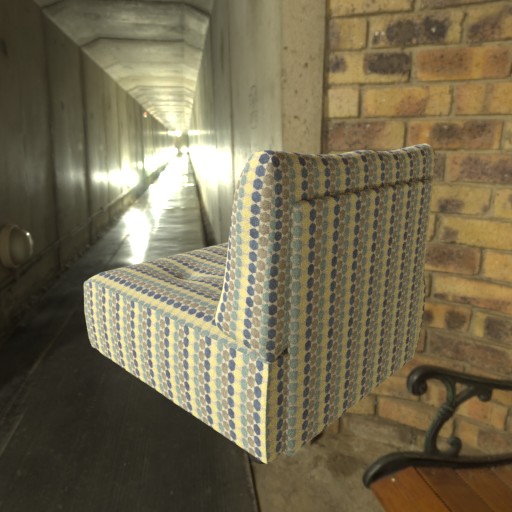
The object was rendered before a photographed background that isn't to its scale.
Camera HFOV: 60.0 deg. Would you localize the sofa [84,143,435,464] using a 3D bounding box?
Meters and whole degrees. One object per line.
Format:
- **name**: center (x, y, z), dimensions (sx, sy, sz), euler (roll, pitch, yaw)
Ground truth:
- **sofa**: center (0.000, 0.000, 1.688), dimensions (1.000, 0.830, 0.930), euler (14, 21, 42)
